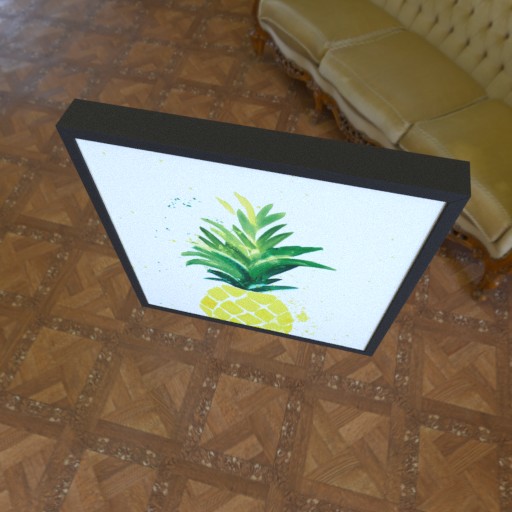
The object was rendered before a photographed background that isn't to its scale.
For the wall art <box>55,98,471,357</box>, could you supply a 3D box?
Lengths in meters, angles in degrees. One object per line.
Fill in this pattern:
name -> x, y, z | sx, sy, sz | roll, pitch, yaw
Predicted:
wall art -> 0.000, 0.000, 0.453 | 0.305, 0.304, 0.033 | 11, 58, 7
